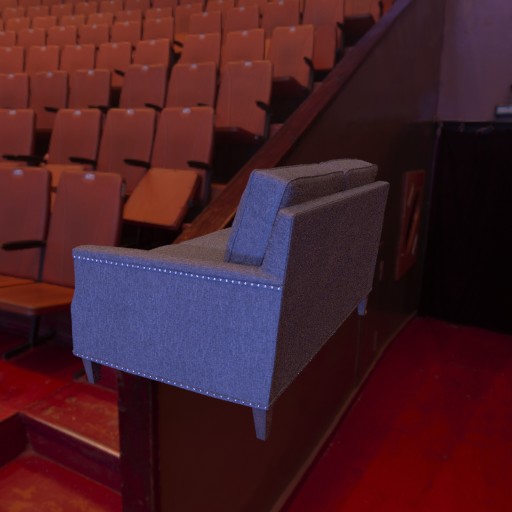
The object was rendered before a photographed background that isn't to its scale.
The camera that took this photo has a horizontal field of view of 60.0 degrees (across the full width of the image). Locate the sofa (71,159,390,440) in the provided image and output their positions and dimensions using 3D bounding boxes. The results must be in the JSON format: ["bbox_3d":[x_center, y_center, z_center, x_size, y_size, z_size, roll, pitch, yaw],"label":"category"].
[{"bbox_3d":[0.000,0.000,2.369,1.084,1.003,1.597,7,15,27],"label":"sofa"}]
